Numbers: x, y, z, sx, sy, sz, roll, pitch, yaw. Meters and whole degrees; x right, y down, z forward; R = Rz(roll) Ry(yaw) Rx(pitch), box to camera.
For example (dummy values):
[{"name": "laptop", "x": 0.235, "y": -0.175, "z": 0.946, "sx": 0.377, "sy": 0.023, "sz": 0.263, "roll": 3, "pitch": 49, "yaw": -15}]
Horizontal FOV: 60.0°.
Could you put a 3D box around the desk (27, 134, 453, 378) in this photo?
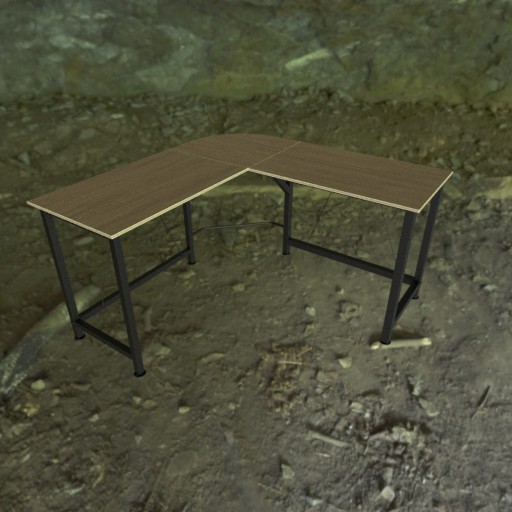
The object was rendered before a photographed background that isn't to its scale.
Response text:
[{"name": "desk", "x": 0.000, "y": 0.000, "z": 2.234, "sx": 1.400, "sy": 0.762, "sz": 1.400, "roll": 20, "pitch": 37, "yaw": 29}]
